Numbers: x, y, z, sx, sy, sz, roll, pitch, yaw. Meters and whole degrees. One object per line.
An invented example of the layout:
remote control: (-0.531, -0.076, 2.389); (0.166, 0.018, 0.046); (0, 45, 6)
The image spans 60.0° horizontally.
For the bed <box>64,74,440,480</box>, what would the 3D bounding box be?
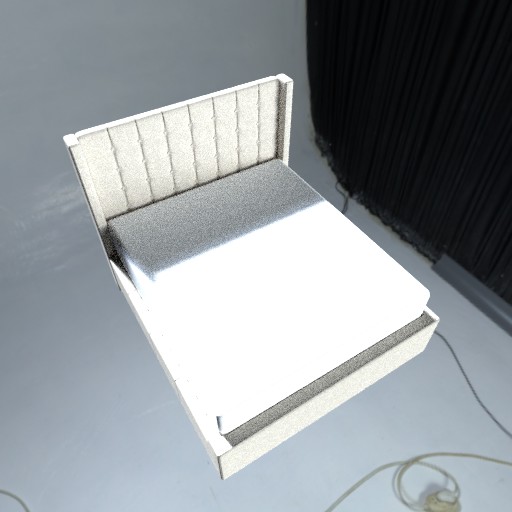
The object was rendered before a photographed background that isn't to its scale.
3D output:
bed: (0.000, 0.000, 3.716); (2.045, 1.743, 2.370); (-24, 52, -21)
